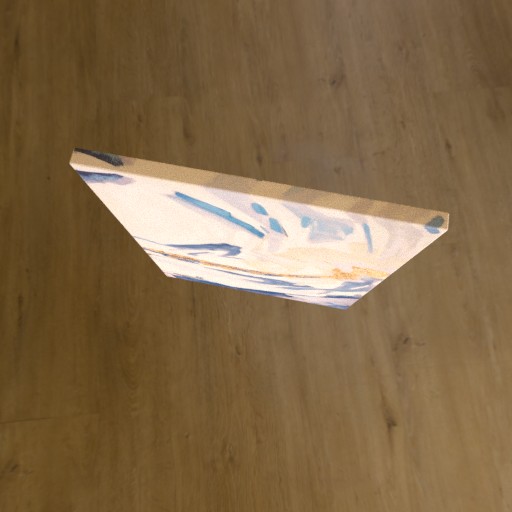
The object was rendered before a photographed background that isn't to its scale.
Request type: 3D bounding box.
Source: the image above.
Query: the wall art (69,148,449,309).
[{"bbox_3d":[0.000,0.000,1.366,0.761,1.015,0.038,10,75,3],"label":"wall art"}]
